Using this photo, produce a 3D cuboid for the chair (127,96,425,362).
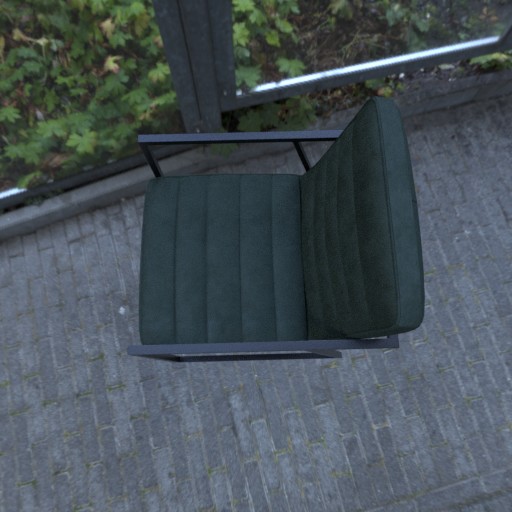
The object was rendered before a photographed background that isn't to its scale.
[{"bbox_3d":[0.000,0.000,1.298,0.677,0.833,0.571,-1,75,0],"label":"chair"}]
